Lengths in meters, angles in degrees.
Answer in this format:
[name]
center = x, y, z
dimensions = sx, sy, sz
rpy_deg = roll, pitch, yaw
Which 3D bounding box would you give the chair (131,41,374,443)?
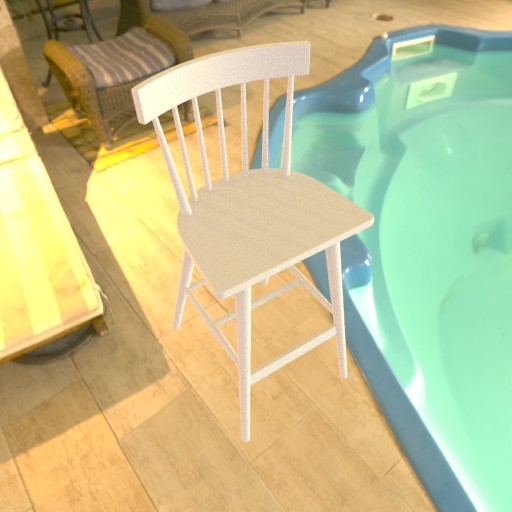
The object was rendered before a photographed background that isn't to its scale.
[chair]
center = 0.000, 0.000, 1.355
dimensions = 0.483, 1.092, 0.572
rpy_deg = -25, 52, -22
